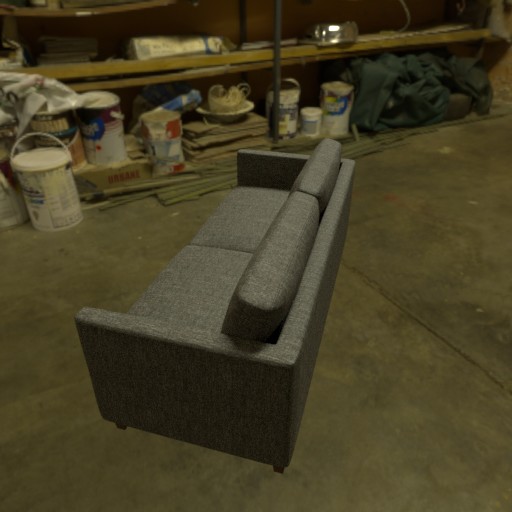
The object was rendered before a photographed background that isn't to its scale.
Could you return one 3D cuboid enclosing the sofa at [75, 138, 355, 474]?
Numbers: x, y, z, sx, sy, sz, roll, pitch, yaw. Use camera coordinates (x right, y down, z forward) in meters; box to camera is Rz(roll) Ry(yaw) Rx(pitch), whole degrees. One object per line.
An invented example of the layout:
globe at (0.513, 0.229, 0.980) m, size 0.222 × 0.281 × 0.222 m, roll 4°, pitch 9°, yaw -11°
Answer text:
sofa at (0.000, 0.000, 2.708) m, size 0.948 × 0.960 × 2.208 m, roll 9°, pitch 33°, yaw 14°
